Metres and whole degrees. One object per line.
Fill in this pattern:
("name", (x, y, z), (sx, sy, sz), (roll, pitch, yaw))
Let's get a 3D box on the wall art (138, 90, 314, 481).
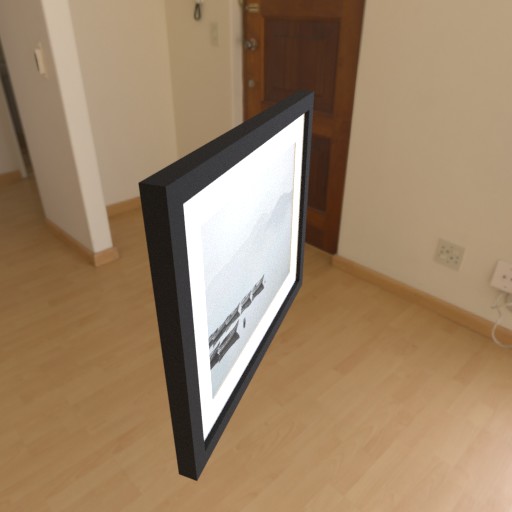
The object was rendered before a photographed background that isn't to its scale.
("wall art", (0.000, 0.000, 0.762), (0.030, 0.454, 0.554), (11, 32, 18))
